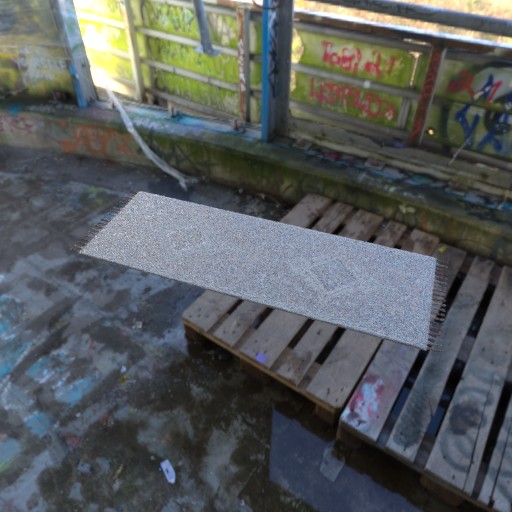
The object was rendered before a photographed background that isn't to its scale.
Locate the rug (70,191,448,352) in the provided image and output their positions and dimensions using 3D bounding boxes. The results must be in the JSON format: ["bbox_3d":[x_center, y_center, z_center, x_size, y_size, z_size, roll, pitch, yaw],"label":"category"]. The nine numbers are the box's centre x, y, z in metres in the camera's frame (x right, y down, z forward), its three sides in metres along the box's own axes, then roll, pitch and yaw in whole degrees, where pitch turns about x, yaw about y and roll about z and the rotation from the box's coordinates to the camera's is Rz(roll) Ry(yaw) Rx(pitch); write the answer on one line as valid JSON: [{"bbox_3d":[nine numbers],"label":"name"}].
[{"bbox_3d":[0.000,0.000,2.786,2.378,0.018,1.324,26,48,26],"label":"rug"}]
